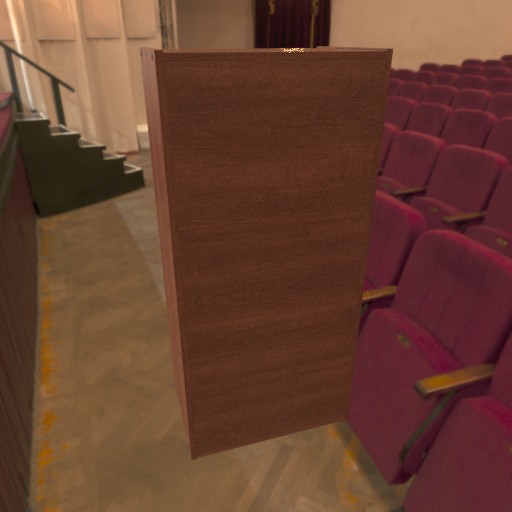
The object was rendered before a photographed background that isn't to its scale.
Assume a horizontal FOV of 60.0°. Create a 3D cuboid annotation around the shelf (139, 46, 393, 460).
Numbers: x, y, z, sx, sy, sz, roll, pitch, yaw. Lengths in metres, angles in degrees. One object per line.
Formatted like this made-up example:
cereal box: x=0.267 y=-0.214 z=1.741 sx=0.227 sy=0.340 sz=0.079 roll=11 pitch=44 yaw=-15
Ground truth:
shelf: x=0.000 y=0.000 z=1.034 sx=0.414 sy=0.879 sz=0.290 roll=-8 pitch=27 yaw=-16
